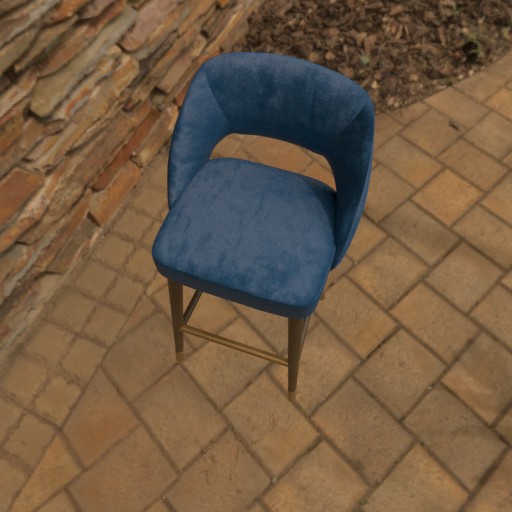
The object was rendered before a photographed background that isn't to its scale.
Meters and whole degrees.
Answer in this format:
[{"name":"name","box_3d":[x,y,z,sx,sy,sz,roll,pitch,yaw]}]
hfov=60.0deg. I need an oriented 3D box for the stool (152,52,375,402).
[{"name":"stool","box_3d":[0.000,0.000,1.330,0.514,1.016,0.515,17,61,10]}]
